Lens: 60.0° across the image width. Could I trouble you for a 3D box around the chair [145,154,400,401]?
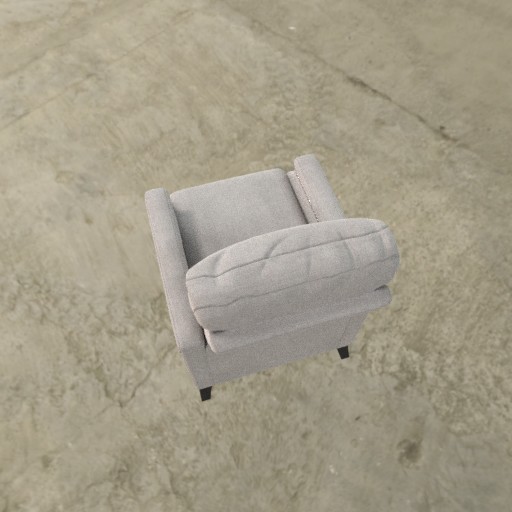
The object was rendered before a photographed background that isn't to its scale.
[{"bbox_3d":[0.000,0.000,1.684,0.710,1.049,0.922,-14,60,-9],"label":"chair"}]
